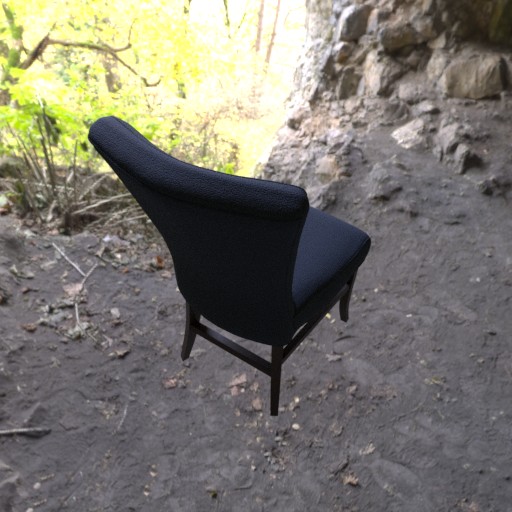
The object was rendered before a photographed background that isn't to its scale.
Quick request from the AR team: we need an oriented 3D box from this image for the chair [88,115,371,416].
[{"bbox_3d":[0.000,0.000,1.338,0.520,0.991,0.660,25,51,22],"label":"chair"}]
